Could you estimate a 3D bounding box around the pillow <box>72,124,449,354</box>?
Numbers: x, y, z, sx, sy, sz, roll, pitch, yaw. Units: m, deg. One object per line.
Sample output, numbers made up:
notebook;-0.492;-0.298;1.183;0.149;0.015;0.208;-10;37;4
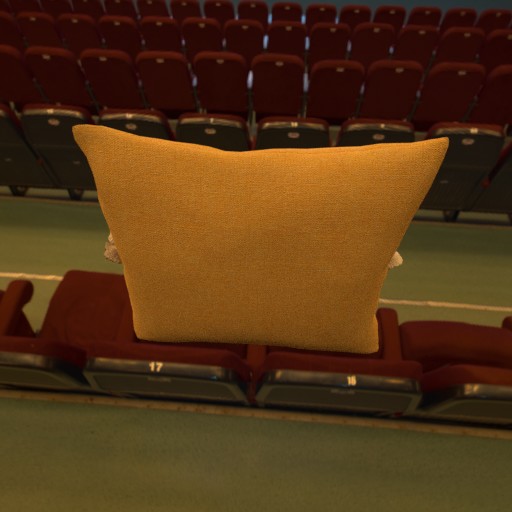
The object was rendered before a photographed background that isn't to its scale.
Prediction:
pillow;0.000;0.000;0.728;0.485;0.481;0.167;3;47;3
